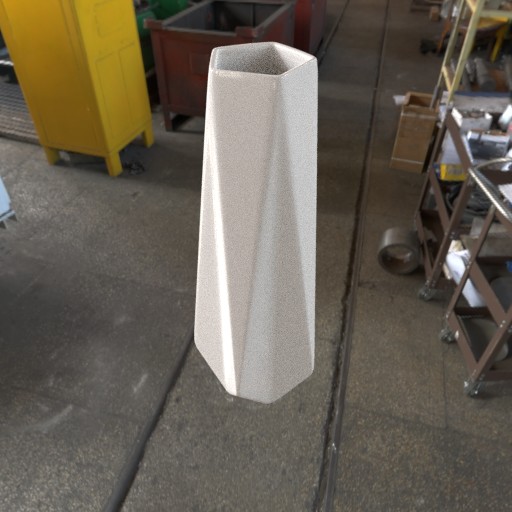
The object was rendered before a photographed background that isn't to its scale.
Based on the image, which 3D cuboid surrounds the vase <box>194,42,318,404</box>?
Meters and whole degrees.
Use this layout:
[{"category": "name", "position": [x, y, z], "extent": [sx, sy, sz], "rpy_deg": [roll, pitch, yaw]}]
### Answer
[{"category": "vase", "position": [0.000, 0.000, 0.382], "extent": [0.122, 0.329, 0.116], "rpy_deg": [-13, 42, -14]}]
